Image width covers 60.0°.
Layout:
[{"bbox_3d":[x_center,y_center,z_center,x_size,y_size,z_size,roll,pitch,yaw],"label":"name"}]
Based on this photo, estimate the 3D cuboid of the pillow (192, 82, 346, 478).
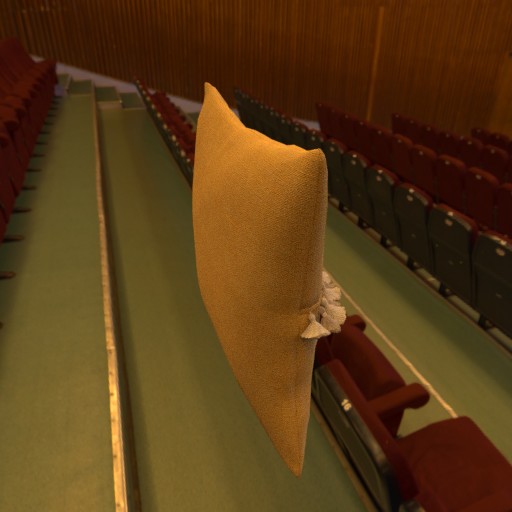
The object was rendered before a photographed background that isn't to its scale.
[{"bbox_3d":[0.000,0.000,0.729,0.167,0.481,0.485,-10,31,-16],"label":"pillow"}]
